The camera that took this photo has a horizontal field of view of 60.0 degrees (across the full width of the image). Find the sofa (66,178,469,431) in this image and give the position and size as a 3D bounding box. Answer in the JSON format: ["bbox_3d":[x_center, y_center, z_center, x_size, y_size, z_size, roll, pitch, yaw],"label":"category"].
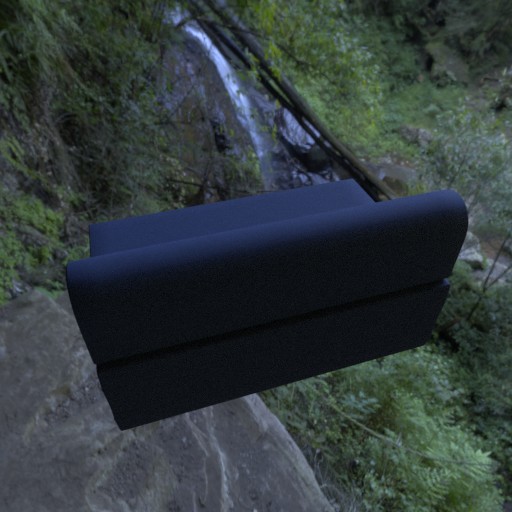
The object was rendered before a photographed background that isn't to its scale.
[{"bbox_3d":[0.000,0.000,1.694,1.219,0.660,0.762,-12,42,-13],"label":"sofa"}]
